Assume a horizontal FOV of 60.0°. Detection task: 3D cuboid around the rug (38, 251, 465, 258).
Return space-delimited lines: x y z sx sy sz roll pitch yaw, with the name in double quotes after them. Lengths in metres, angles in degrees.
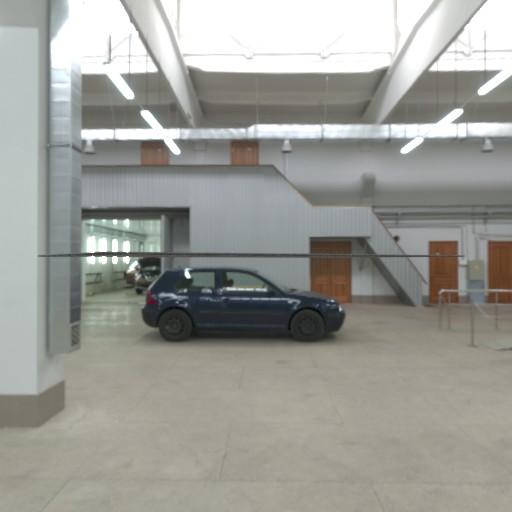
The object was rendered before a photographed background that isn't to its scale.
0.000 0.000 3.009 2.476 0.011 1.554 0 -1 -34 "rug"
